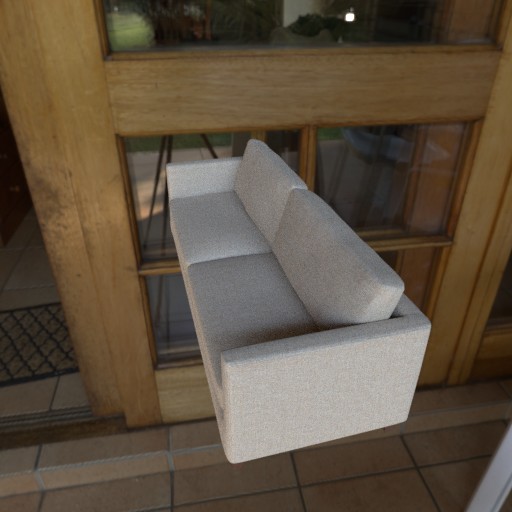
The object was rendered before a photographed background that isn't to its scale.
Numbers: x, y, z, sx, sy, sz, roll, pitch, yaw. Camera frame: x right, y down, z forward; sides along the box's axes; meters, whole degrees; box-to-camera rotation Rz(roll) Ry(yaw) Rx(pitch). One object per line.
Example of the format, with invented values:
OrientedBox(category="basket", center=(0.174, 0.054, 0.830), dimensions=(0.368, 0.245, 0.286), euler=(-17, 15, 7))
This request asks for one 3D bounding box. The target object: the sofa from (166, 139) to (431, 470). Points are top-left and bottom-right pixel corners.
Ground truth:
OrientedBox(category="sofa", center=(0.000, 0.000, 2.936), dimensions=(0.951, 0.965, 2.434), euler=(-8, 32, -13))
